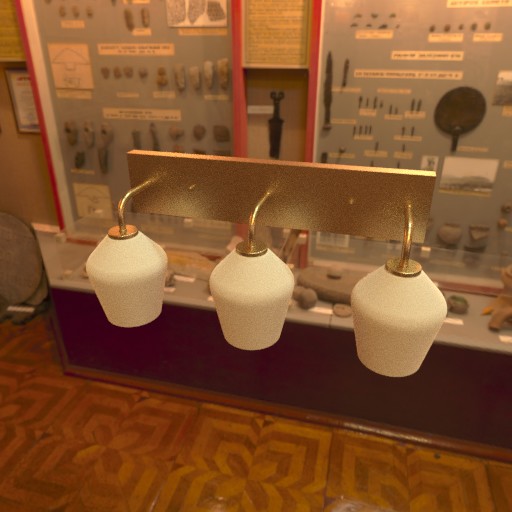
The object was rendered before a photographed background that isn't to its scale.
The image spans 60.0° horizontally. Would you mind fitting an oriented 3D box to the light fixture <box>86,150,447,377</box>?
[{"bbox_3d":[0.000,0.000,0.745,0.609,0.280,0.190,7,27,14],"label":"light fixture"}]
